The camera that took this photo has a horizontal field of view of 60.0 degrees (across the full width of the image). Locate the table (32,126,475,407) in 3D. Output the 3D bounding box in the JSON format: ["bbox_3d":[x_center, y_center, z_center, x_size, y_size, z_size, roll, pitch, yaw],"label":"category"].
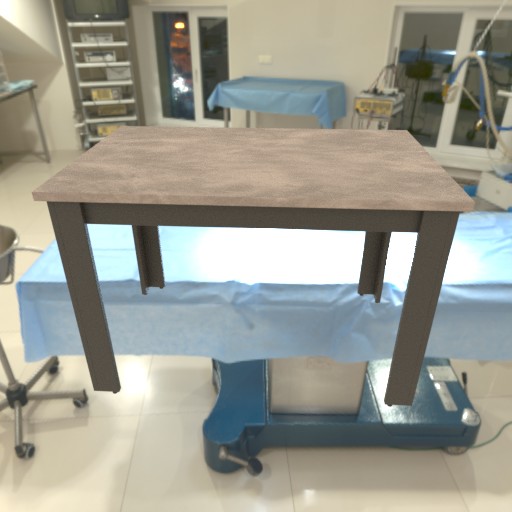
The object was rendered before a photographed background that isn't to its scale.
[{"bbox_3d":[0.000,0.000,1.580,1.100,0.734,0.700,2,30,3],"label":"table"}]
